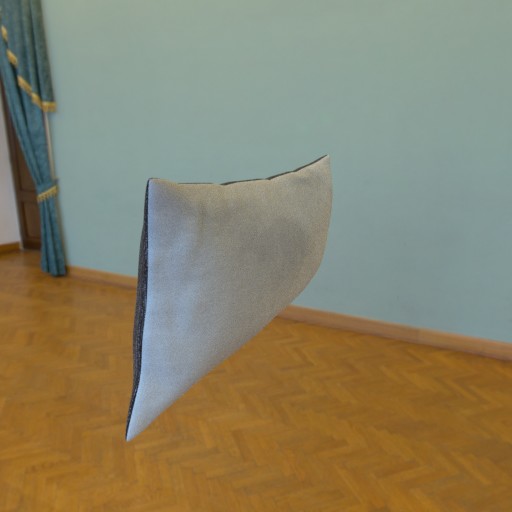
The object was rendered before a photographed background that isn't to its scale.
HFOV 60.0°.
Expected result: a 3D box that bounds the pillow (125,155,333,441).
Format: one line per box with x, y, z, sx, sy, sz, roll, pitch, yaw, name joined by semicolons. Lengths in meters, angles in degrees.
0.000;0.000;0.732;0.156;0.305;0.608;7;17;24;pillow
